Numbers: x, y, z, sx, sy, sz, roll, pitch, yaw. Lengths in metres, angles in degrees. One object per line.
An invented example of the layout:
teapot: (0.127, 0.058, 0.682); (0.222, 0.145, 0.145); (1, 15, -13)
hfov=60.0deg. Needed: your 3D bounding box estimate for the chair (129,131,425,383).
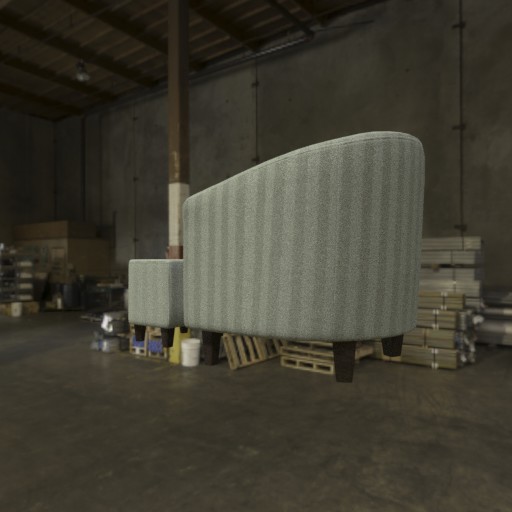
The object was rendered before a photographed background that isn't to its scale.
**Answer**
chair: (0.000, 0.000, 1.784); (1.288, 0.757, 0.756); (0, -1, 36)
